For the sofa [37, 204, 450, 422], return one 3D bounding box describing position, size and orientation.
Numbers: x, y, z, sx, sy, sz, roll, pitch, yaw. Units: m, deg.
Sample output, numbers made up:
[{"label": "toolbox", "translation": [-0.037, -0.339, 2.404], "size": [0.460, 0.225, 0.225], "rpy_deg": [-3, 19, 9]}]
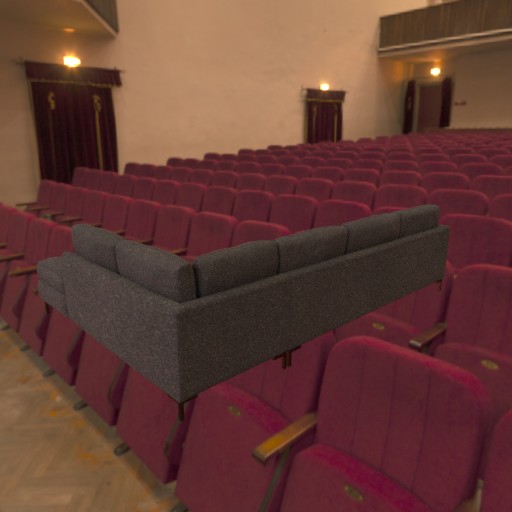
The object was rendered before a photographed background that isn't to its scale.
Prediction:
[{"label": "sofa", "translation": [0.000, 0.000, 3.763], "size": [2.949, 0.815, 2.007], "rpy_deg": [-14, 21, -41]}]
